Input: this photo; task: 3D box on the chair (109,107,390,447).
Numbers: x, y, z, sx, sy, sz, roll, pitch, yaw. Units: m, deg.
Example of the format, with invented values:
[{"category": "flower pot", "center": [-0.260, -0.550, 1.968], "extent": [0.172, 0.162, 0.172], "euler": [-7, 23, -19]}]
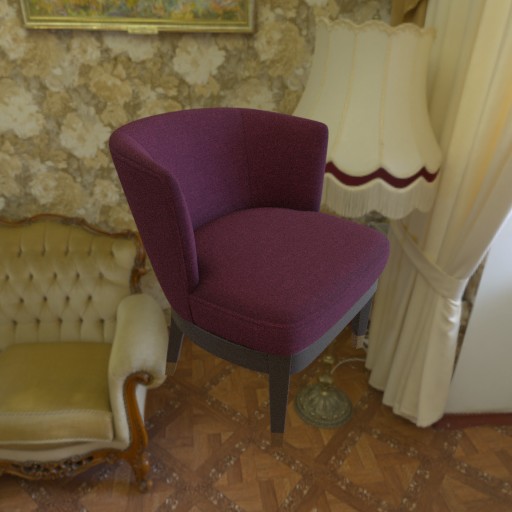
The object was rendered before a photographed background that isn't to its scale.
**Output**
[{"category": "chair", "center": [0.000, 0.000, 1.306], "extent": [0.660, 0.760, 0.700], "euler": [18, 32, 31]}]
